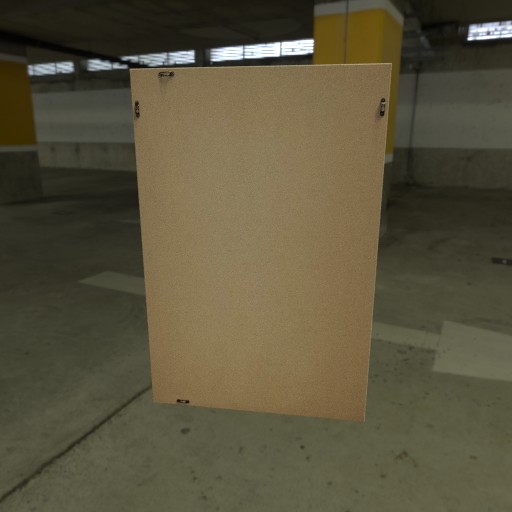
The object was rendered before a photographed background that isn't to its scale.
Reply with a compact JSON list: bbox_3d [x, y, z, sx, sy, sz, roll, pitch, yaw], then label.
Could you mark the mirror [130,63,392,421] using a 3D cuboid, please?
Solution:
[{"bbox_3d":[0.000,0.000,1.158,0.609,0.914,0.041,2,16,8],"label":"mirror"}]
